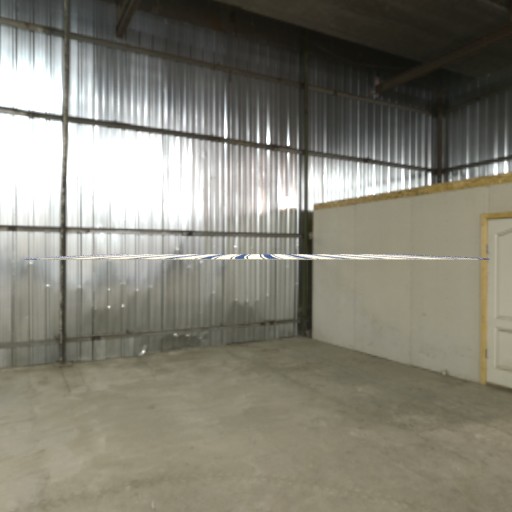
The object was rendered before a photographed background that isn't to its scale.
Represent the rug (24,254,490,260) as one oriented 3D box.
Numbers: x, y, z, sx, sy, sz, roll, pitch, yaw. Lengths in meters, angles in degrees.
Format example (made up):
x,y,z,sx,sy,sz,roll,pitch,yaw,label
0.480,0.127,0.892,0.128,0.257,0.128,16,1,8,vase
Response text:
x,y,z,sx,sy,sz,roll,pitch,yaw,label
0.000,0.000,4.423,3.416,0.016,2.471,0,1,0,rug
